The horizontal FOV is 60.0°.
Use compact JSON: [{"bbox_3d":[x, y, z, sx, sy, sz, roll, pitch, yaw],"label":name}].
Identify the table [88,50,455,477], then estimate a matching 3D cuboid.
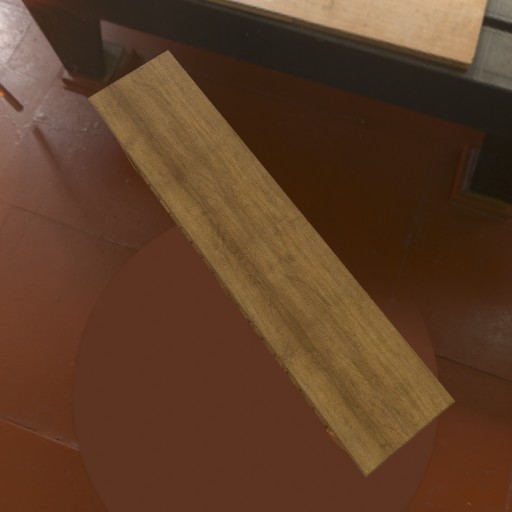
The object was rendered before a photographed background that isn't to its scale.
[{"bbox_3d":[0.000,0.000,2.013,0.425,0.635,1.815,-36,78,-9],"label":"table"}]
